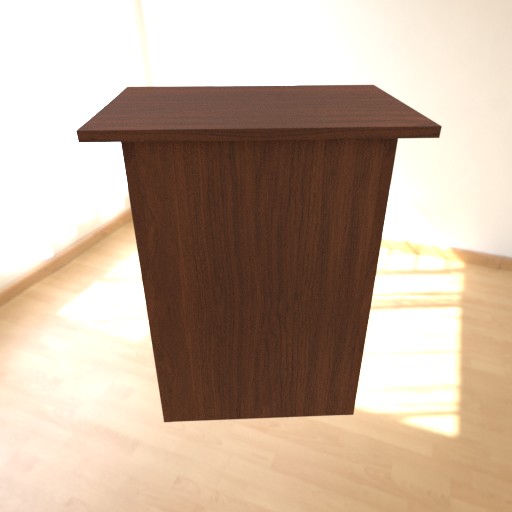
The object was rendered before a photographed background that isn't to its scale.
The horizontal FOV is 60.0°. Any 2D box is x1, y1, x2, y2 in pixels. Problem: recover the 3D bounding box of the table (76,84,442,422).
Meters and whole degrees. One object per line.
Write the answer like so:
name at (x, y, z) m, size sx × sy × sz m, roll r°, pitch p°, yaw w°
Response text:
table at (0.000, 0.000, 1.067) m, size 0.589 × 0.711 × 0.406 m, roll -1°, pitch 30°, yaw -2°
